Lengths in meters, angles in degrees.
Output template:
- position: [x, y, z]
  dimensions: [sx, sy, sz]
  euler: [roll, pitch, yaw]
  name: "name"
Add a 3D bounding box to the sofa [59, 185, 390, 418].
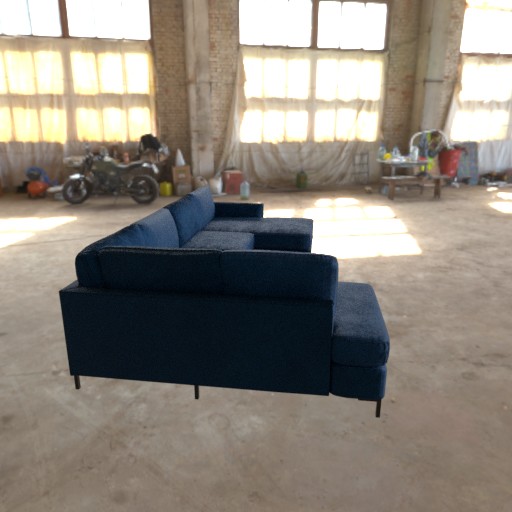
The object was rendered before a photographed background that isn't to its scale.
- position: [0.000, 0.000, 4.319]
  dimensions: [2.055, 0.992, 3.434]
  euler: [2, 17, 7]
  name: "sofa"
